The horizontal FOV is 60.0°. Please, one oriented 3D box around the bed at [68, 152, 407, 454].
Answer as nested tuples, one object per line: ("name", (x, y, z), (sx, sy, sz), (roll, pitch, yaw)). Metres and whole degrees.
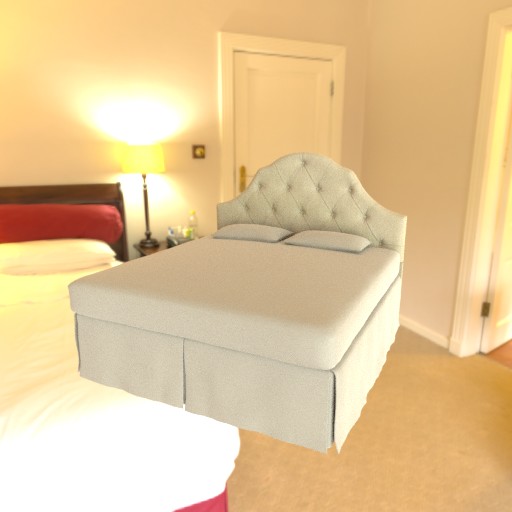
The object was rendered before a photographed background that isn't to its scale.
("bed", (0.000, 0.000, 3.472), (2.012, 1.555, 2.086), (7, 16, 26))
